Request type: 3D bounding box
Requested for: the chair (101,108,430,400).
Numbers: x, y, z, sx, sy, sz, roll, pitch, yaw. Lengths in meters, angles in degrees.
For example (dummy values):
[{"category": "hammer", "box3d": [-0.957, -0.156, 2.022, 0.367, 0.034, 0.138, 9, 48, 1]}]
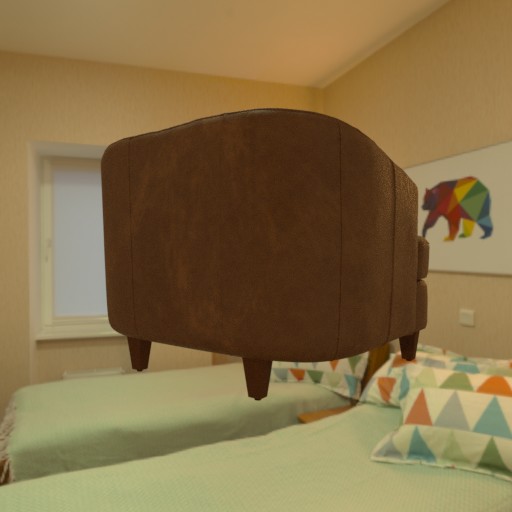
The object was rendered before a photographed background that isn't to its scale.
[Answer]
[{"category": "chair", "box3d": [0.000, 0.000, 1.741, 1.119, 0.836, 0.911, 0, 1, 36]}]
